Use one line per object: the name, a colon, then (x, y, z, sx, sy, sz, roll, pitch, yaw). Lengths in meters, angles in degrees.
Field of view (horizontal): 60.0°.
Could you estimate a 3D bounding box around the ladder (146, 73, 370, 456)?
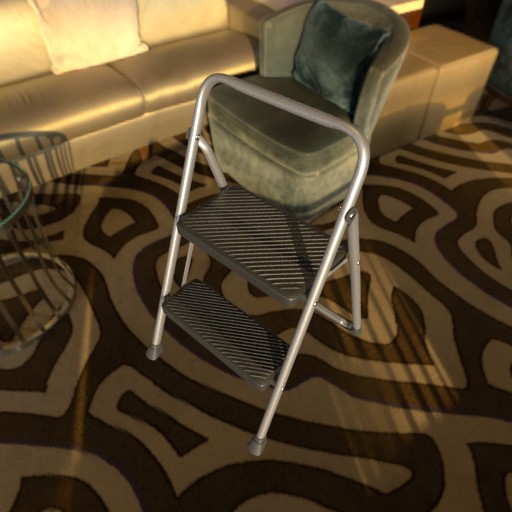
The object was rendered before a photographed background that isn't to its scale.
ladder: (0.000, 0.000, 1.020, 0.430, 0.720, 0.472, 32, 53, 28)
